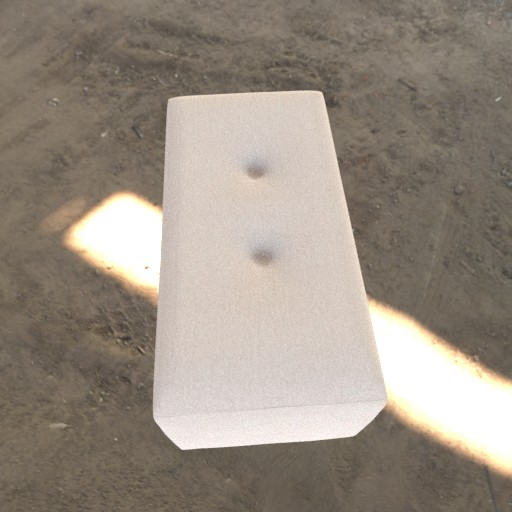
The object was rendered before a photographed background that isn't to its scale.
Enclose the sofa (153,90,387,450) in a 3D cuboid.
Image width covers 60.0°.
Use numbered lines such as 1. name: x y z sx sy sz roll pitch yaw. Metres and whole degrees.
1. sofa: 0.000 0.000 1.234 0.480 0.470 0.930 -3 59 -2
